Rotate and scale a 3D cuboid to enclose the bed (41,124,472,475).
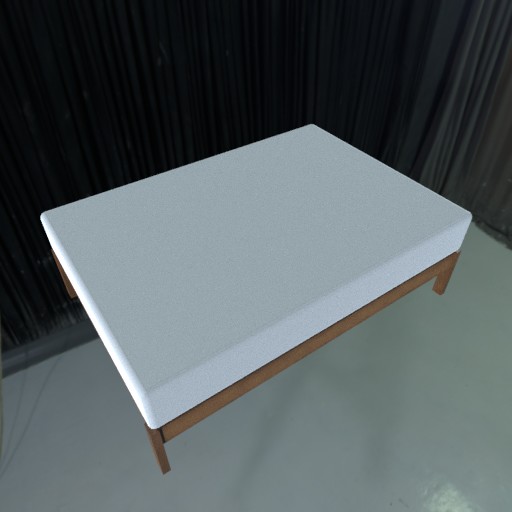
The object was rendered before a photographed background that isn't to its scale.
[{"bbox_3d":[0.000,0.000,2.569,1.927,0.616,1.348,-25,47,-25],"label":"bed"}]
